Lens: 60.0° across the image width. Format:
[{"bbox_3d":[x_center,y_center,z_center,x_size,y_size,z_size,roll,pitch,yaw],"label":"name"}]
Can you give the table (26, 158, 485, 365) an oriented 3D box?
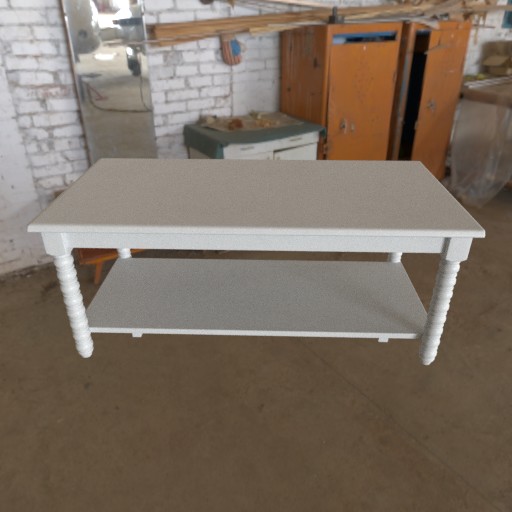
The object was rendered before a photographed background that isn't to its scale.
[{"bbox_3d":[0.000,0.000,1.487,1.171,0.487,0.580,1,30,2],"label":"table"}]
